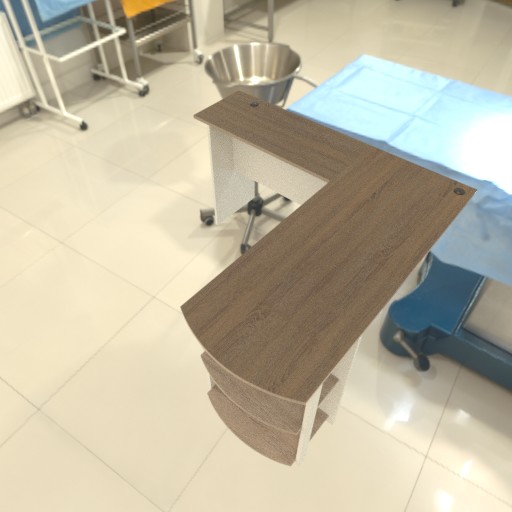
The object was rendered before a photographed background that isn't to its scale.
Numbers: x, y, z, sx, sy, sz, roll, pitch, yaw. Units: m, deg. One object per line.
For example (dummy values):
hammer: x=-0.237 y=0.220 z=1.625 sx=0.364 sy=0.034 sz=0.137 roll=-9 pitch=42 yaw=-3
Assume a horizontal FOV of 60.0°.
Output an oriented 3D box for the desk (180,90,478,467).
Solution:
desk: x=0.000 y=0.000 z=2.101 sx=1.361 sy=0.716 sz=1.303 roll=32 pitch=55 yaw=26
